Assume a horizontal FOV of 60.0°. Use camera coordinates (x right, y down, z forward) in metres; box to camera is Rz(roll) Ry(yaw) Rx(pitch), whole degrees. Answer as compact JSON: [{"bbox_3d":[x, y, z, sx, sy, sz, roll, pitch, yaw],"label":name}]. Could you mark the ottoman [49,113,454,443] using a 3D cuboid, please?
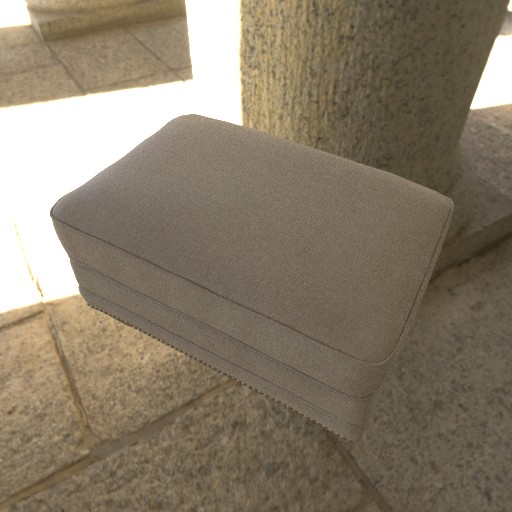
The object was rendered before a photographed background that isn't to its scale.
[{"bbox_3d":[0.000,0.000,1.137,0.813,0.458,0.559,22,49,20],"label":"ottoman"}]
